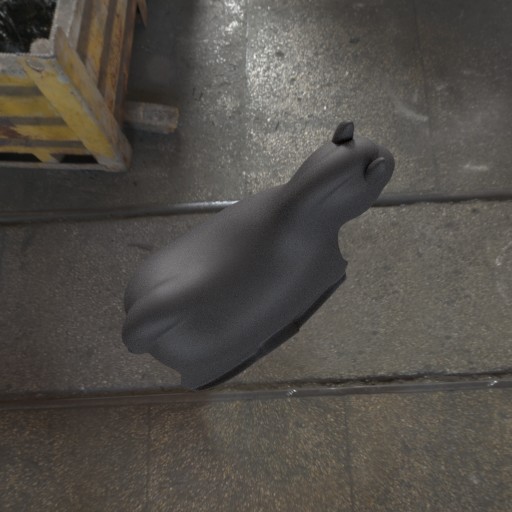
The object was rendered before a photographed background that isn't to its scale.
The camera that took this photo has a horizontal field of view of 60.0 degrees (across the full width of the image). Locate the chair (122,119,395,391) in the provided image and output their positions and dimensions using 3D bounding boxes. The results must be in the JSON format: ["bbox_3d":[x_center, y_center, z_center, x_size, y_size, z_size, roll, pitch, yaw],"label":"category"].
[{"bbox_3d":[0.000,0.000,1.127,0.800,0.612,0.429,-35,78,-8],"label":"chair"}]
